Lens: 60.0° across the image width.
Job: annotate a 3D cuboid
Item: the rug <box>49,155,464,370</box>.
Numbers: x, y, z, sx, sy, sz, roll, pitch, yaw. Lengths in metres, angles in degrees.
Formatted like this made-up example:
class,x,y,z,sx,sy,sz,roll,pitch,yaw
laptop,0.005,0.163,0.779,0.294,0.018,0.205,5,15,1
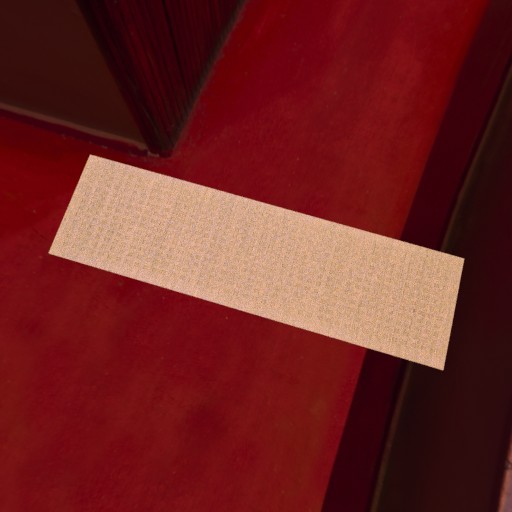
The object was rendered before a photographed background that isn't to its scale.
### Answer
class,x,y,z,sx,sy,sz,roll,pitch,yaw
rug,0.000,0.000,2.701,2.437,0.006,0.686,16,77,4
